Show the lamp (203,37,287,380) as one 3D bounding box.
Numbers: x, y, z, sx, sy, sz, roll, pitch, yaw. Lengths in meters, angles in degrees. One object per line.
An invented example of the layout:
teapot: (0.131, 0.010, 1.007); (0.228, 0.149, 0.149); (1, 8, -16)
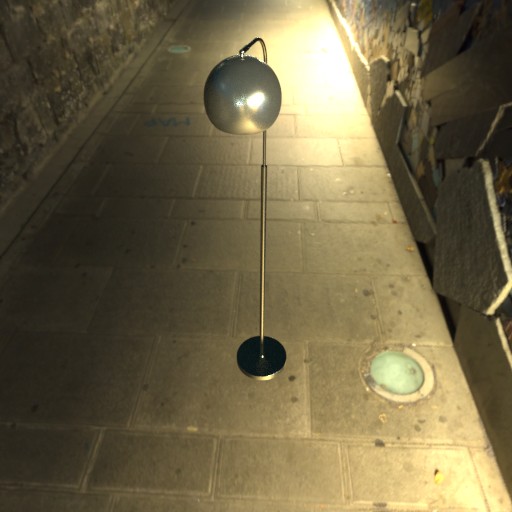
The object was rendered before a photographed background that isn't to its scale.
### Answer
lamp: (0.000, 0.000, 1.667); (0.250, 1.526, 0.431); (12, 42, 13)
